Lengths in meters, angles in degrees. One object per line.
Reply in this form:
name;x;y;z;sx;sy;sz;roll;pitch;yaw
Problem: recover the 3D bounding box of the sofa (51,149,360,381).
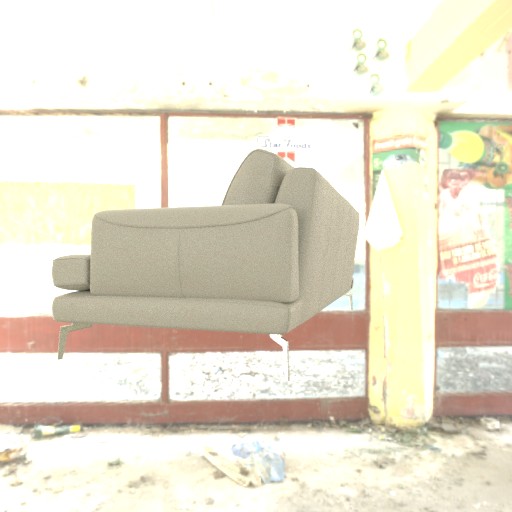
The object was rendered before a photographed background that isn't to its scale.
sofa;0.000;0.000;2.390;0.974;0.765;1.940;0;0;18
